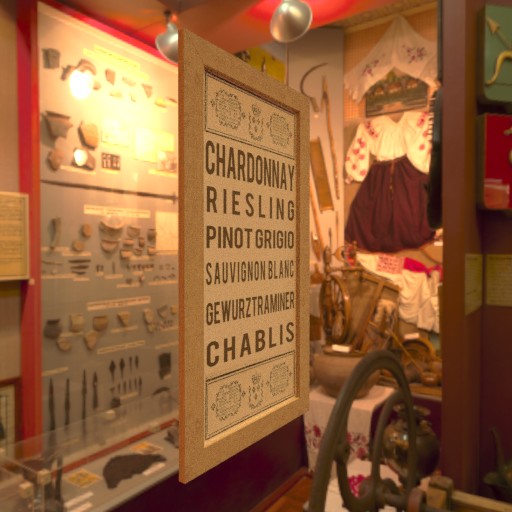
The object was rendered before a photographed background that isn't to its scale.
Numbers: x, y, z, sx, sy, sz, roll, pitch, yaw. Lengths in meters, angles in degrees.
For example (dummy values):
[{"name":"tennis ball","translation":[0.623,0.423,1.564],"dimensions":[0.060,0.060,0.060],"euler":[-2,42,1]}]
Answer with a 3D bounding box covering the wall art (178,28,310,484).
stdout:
[{"name":"wall art","translation":[0.000,0.000,0.821],"dimensions":[0.013,0.683,0.381],"euler":[1,1,36]}]
